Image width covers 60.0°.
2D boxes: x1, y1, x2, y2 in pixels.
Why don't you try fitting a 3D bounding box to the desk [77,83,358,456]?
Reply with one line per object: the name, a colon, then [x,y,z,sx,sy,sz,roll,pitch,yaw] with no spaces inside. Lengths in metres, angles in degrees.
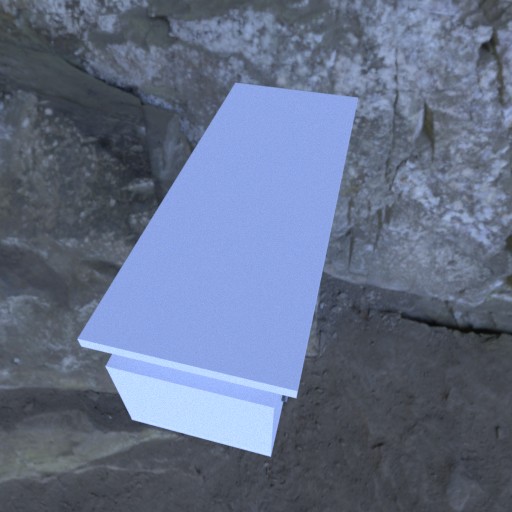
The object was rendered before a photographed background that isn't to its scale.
desk: [0.000,0.000,1.930,0.603,0.773,1.530,11,48,10]
